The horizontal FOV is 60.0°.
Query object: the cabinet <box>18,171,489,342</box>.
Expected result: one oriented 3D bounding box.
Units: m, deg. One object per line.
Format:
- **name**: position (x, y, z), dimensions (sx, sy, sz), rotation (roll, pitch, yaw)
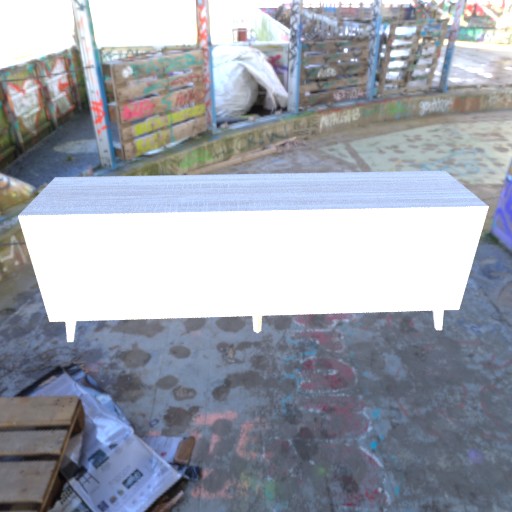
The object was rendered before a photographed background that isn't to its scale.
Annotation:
- **cabinet**: position (0.000, 0.000, 2.481), dimensions (2.200, 0.780, 0.500), rotation (-1, 30, -2)
